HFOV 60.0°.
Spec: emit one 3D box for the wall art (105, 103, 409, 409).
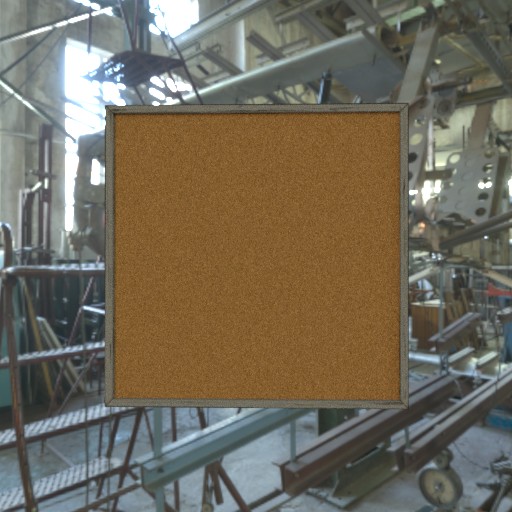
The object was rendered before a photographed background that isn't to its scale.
[{"bbox_3d":[0.000,0.000,0.460,0.303,0.303,0.036,0,0,1],"label":"wall art"}]
